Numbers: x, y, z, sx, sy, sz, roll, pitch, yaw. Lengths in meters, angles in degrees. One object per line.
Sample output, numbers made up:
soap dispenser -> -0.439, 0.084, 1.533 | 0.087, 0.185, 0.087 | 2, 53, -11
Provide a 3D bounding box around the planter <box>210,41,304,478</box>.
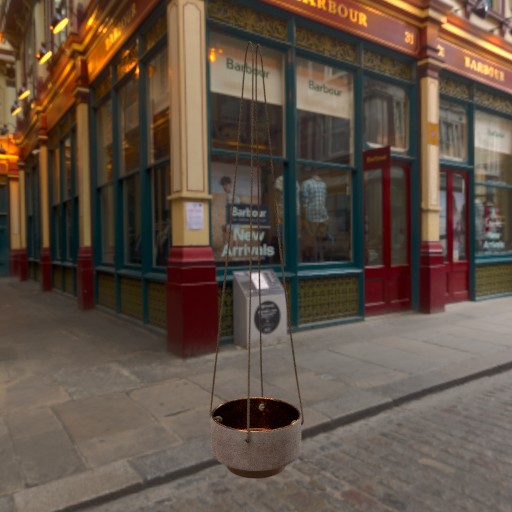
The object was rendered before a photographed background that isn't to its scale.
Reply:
planter -> 0.000, 0.000, 1.089 | 0.223, 1.030, 0.223 | -1, 2, -36
